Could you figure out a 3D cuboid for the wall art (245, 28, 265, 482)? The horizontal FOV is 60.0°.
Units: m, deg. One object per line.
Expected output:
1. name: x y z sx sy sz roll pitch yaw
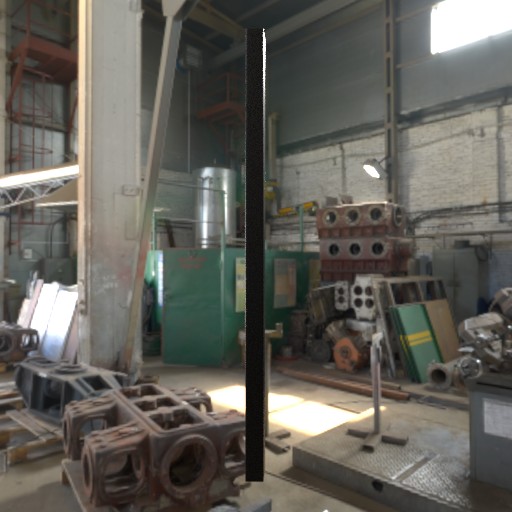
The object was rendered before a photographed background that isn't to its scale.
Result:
1. wall art: 0.000 0.000 1.638 0.053 1.194 0.950 0 -1 0
